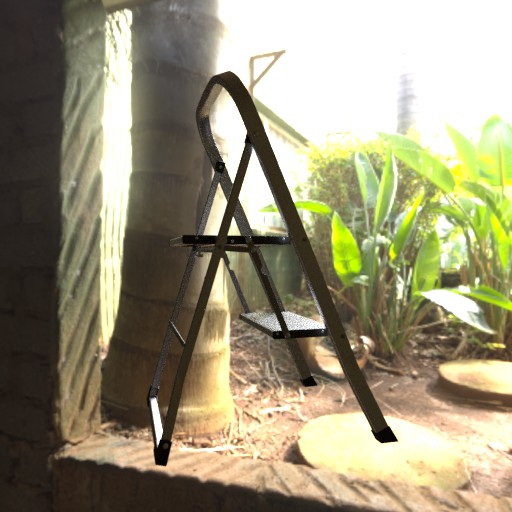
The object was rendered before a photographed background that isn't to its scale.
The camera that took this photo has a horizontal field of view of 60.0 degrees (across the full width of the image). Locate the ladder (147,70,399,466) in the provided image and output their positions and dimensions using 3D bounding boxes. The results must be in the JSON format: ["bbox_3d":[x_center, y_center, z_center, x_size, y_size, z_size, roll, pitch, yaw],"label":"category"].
[{"bbox_3d":[0.000,0.000,1.137,0.530,0.830,0.465,0,0,-16],"label":"ladder"}]
